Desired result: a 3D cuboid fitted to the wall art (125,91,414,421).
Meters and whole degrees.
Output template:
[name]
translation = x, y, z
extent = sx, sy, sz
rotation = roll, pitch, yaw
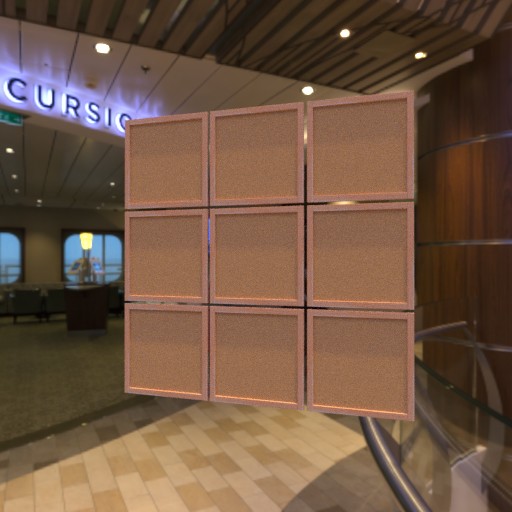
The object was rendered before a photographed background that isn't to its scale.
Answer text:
[wall art]
translation = 0.000, 0.000, 1.355
extent = 0.911, 0.910, 0.012
rotation = 0, 0, 17
